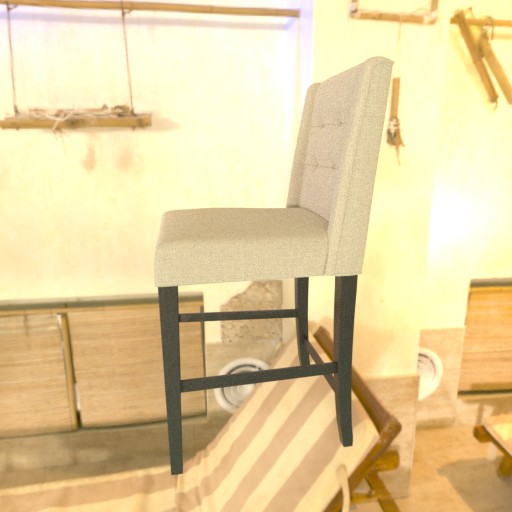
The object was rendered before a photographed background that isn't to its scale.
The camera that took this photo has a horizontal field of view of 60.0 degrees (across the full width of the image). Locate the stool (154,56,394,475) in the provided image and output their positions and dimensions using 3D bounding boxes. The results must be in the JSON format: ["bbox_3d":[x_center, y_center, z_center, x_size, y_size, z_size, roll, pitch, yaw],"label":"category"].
[{"bbox_3d":[0.000,0.000,1.181,0.509,0.939,0.474,-2,14,-10],"label":"stool"}]
